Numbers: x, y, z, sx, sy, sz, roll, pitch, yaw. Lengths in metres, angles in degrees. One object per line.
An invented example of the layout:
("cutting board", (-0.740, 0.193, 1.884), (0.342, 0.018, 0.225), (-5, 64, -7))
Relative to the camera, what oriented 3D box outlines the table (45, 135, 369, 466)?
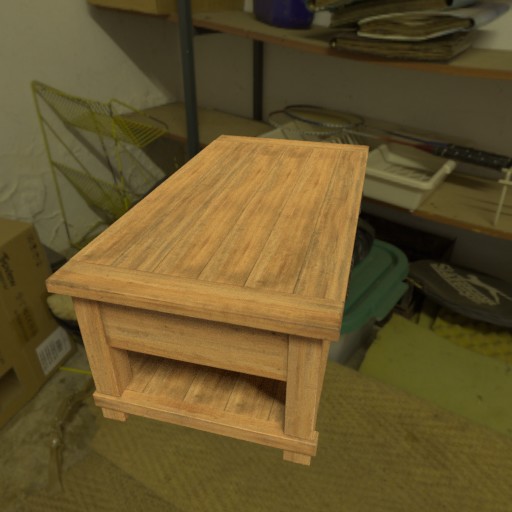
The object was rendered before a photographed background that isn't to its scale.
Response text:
("table", (0.000, 0.000, 1.603), (0.693, 0.494, 1.270), (8, 32, 13))
